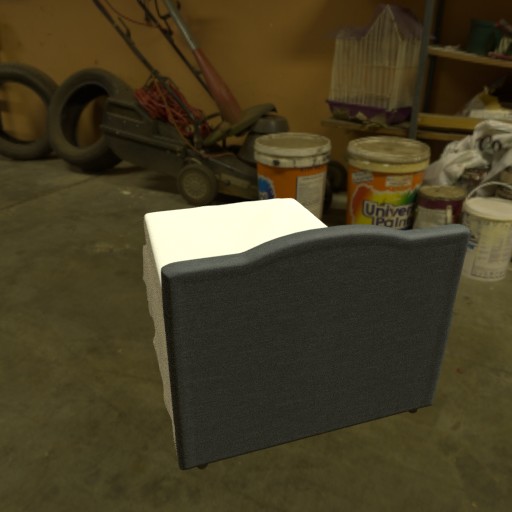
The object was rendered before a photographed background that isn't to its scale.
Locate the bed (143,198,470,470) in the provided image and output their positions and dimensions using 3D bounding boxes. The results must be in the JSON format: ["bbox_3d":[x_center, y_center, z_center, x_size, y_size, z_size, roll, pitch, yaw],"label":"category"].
[{"bbox_3d":[0.000,0.000,3.537,1.747,1.441,2.507,-8,28,-15],"label":"bed"}]
